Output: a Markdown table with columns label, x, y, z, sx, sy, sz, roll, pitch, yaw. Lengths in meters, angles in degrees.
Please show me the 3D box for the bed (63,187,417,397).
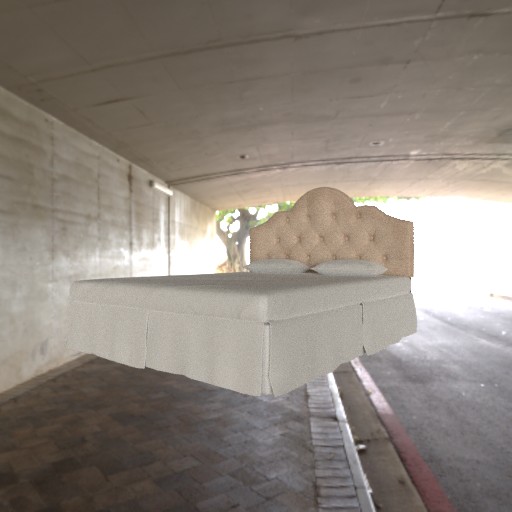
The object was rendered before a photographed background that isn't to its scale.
| label | x | y | z | sx | sy | sz | roll | pitch | yaw |
| --- | --- | --- | --- | --- | --- | --- | --- | --- | --- |
| bed | 0.000 | 0.000 | 3.097 | 1.667 | 1.194 | 1.970 | 0 | 0 | 37 |
